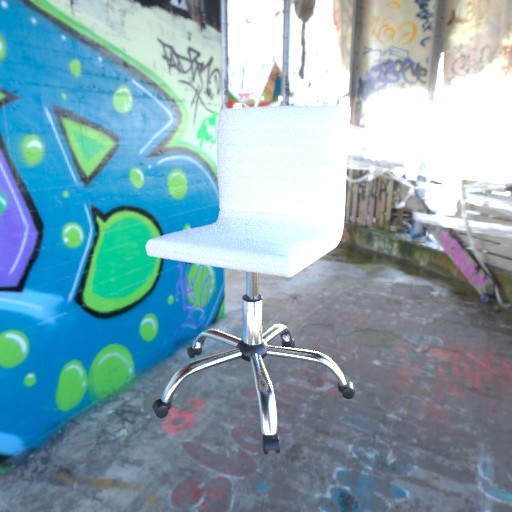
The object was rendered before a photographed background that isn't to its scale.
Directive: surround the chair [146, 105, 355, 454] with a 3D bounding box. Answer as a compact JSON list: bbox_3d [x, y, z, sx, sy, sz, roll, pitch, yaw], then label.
[{"bbox_3d":[0.000,0.000,1.193,0.556,0.780,0.530,8,17,26],"label":"chair"}]
